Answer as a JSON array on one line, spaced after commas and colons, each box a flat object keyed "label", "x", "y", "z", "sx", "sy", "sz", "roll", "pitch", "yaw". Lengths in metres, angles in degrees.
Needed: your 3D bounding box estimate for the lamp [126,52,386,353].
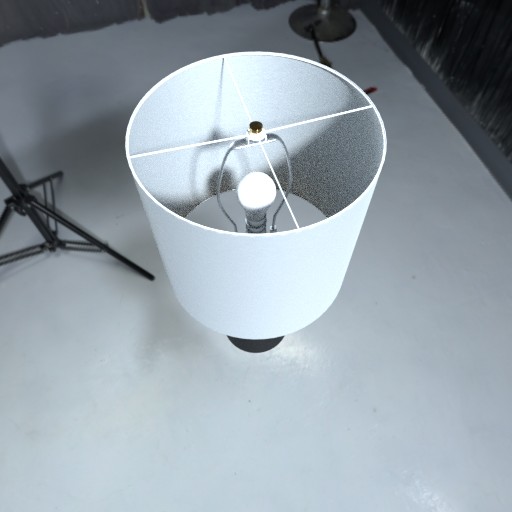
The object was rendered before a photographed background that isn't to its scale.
[{"label": "lamp", "x": 0.000, "y": 0.000, "z": 0.770, "sx": 0.308, "sy": 0.580, "sz": 0.308, "roll": -14, "pitch": 59, "yaw": -9}]
